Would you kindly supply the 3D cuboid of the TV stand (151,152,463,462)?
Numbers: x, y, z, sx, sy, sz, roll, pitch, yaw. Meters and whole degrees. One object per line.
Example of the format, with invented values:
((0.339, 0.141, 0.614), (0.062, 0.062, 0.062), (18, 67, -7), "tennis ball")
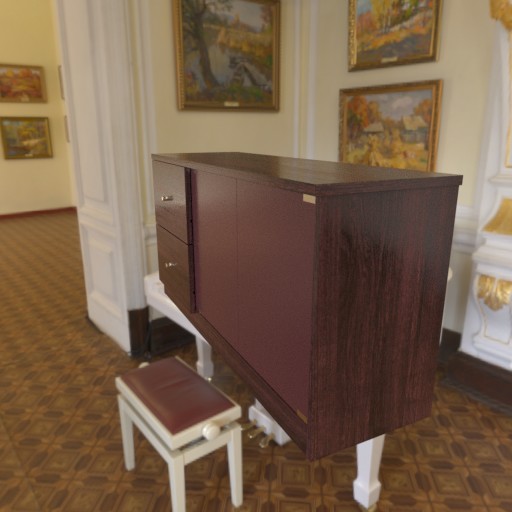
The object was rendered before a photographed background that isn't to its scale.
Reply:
((0.000, 0.000, 1.466), (0.404, 0.614, 1.192), (-8, 18, -26), "TV stand")
